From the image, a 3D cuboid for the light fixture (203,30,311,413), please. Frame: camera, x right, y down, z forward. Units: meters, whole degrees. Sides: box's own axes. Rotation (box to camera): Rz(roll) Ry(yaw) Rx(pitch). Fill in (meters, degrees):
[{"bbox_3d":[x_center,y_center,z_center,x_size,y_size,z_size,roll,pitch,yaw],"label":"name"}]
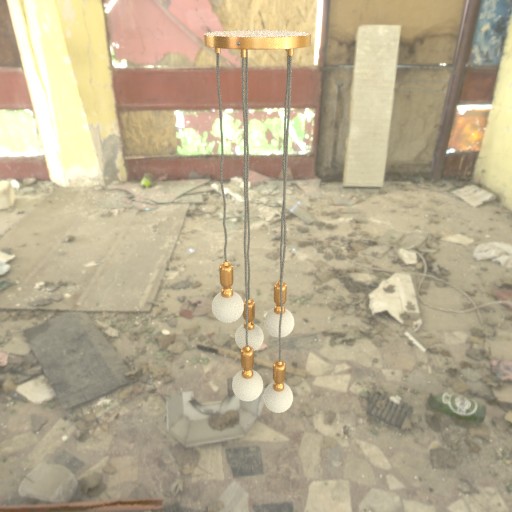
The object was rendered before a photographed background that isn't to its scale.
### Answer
[{"bbox_3d":[0.000,0.000,0.509,0.108,0.457,0.105,10,31,17],"label":"light fixture"}]
